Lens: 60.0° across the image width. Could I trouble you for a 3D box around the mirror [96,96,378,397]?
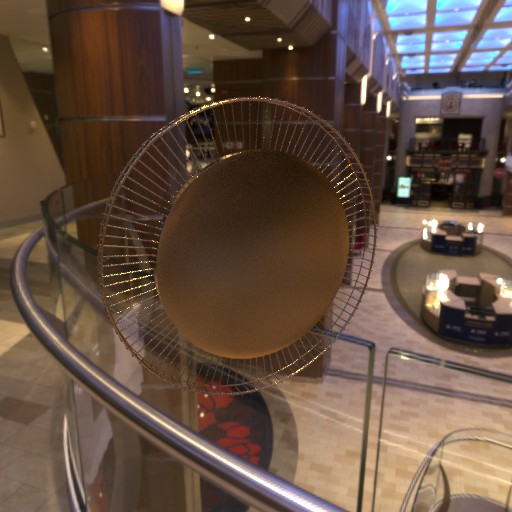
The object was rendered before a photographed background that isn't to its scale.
[{"bbox_3d":[0.000,0.000,1.038,0.703,0.703,0.067,-7,17,-25],"label":"mirror"}]
